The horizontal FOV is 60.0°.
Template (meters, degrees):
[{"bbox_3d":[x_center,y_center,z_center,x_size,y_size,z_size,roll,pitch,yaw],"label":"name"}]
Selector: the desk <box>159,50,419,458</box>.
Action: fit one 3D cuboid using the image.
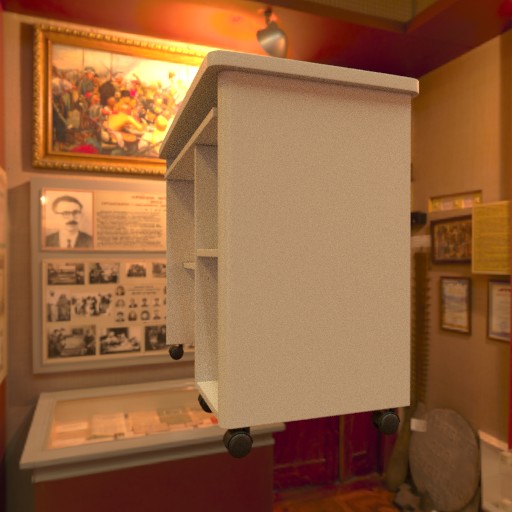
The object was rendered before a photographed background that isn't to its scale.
[{"bbox_3d":[0.000,0.000,1.295,0.475,0.763,0.877,0,0,-18],"label":"desk"}]
